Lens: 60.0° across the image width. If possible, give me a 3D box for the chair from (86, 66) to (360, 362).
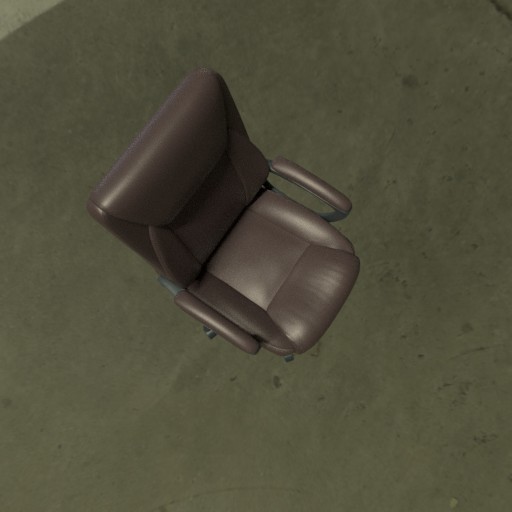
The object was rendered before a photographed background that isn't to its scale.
[{"bbox_3d":[0.000,0.000,1.474,0.655,1.072,0.615,33,78,8],"label":"chair"}]
